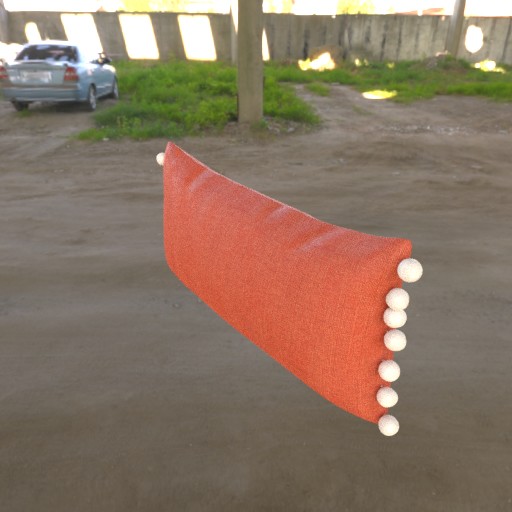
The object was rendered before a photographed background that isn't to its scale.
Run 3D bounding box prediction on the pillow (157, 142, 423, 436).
[{"bbox_3d":[0.000,0.000,0.838,0.201,0.322,0.709,-18,31,-32],"label":"pillow"}]
